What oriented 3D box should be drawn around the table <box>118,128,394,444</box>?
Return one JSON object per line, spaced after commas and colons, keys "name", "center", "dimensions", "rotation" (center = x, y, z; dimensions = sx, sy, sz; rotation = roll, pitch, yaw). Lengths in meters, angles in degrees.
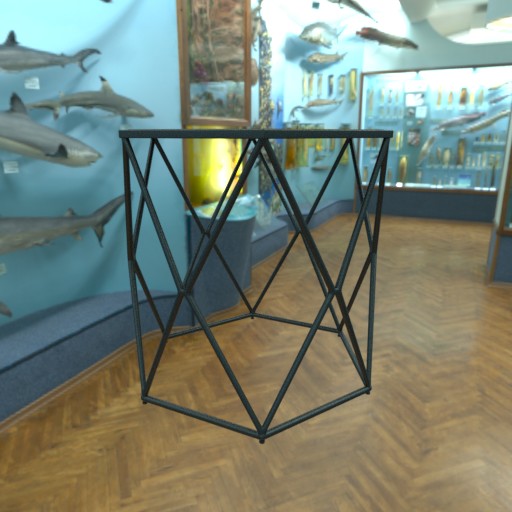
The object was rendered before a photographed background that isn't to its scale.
{"name": "table", "center": [0.000, 0.000, 1.031], "dimensions": [0.578, 0.564, 0.579], "rotation": [8, 17, 26]}
